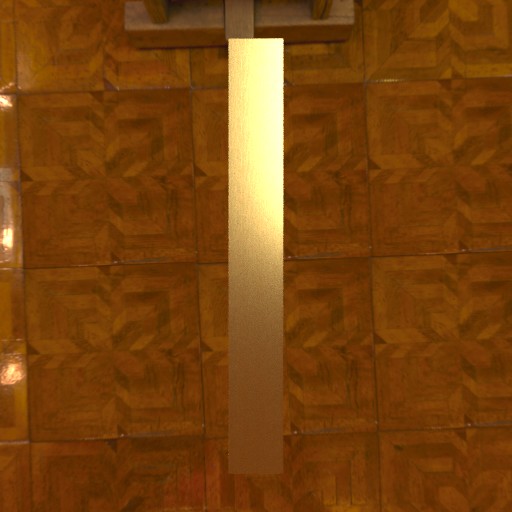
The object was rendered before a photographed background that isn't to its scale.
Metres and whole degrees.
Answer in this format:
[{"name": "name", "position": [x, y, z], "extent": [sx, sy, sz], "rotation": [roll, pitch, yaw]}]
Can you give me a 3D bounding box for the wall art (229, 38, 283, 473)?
[{"name": "wall art", "position": [0.000, 0.000, 0.462], "extent": [0.038, 0.304, 0.304], "rotation": [0, 90, 0]}]
